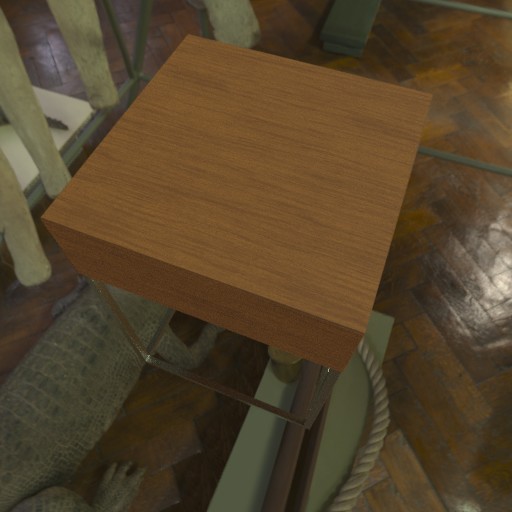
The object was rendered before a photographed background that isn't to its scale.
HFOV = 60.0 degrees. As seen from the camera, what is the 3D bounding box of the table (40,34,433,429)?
[{"bbox_3d":[0.000,0.000,0.817,0.397,0.540,0.398,19,61,11],"label":"table"}]
